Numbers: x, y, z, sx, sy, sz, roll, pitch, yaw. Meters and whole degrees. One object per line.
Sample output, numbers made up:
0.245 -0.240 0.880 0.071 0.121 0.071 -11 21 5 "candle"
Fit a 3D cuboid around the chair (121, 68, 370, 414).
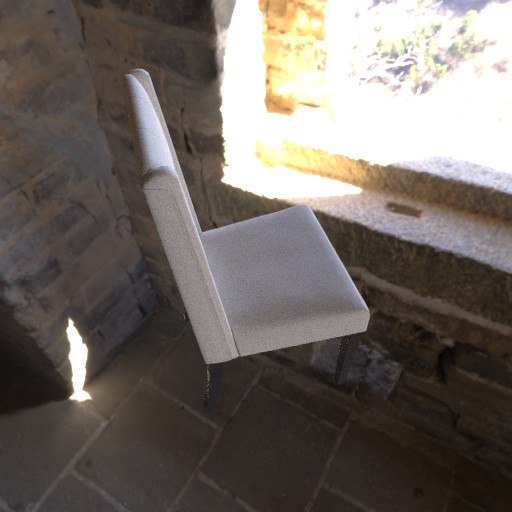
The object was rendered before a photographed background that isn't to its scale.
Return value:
0.000 0.000 1.260 0.523 0.961 0.474 -12 48 -11 "chair"
